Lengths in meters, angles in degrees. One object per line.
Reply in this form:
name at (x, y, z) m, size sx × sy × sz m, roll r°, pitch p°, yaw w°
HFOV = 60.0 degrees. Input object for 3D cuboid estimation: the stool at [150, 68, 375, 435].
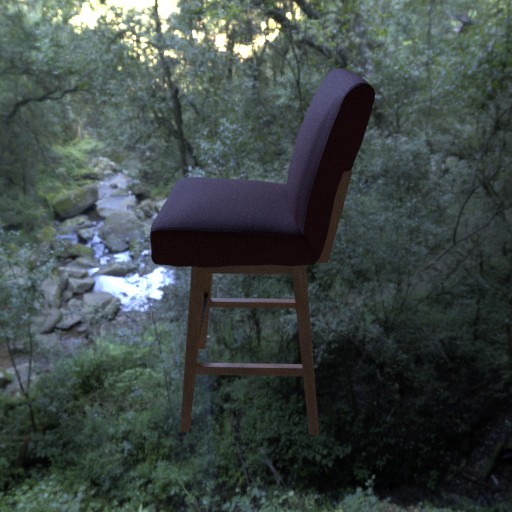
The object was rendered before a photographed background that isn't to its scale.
stool at (0.000, 0.000, 1.421) m, size 0.562 × 1.093 × 0.468 m, roll 1°, pitch 27°, yaw 1°
